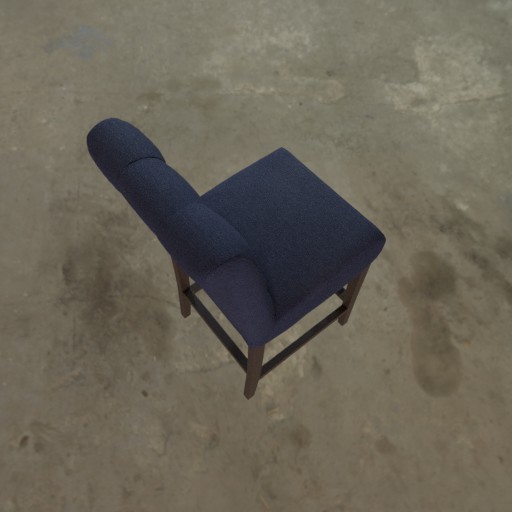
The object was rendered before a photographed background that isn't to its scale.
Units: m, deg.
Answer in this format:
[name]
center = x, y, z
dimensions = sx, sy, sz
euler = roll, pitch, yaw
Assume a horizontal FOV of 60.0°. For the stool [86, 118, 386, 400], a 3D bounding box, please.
[stool]
center = 0.000, 0.000, 1.350
dimensions = 0.601, 1.010, 0.493
euler = -34, 64, -19
